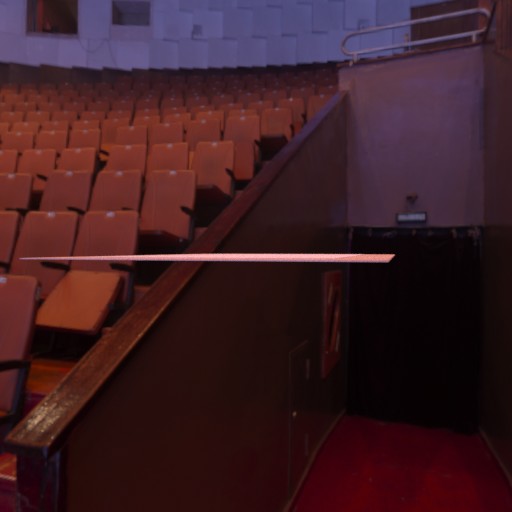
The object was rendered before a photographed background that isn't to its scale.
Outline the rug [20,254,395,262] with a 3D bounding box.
[{"bbox_3d":[0.000,0.000,4.128,2.438,0.014,3.048,0,1,18],"label":"rug"}]
